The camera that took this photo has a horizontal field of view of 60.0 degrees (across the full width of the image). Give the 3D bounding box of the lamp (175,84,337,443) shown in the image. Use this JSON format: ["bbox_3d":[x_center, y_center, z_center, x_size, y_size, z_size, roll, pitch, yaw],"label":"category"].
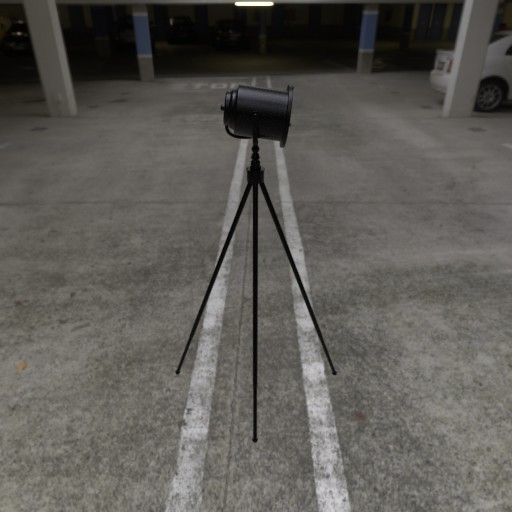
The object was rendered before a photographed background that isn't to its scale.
[{"bbox_3d":[0.000,0.000,2.054,0.884,1.504,0.879,0,30,0],"label":"lamp"}]
